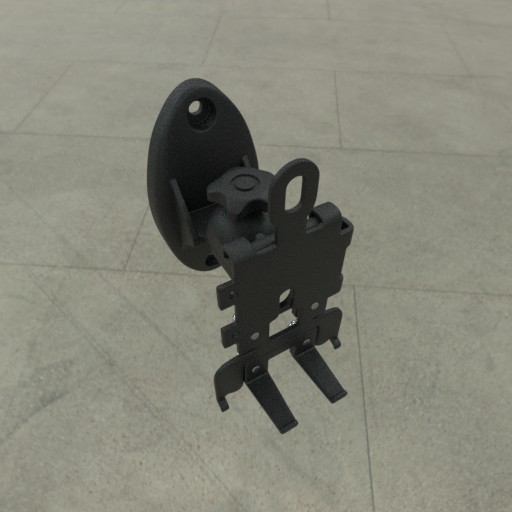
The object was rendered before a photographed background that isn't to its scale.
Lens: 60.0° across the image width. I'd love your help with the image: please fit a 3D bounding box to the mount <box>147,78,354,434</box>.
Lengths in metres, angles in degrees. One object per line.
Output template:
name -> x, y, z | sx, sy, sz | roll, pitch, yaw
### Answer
mount -> 0.000, 0.000, 0.180 | 0.066, 0.118, 0.100 | -23, 51, -21
